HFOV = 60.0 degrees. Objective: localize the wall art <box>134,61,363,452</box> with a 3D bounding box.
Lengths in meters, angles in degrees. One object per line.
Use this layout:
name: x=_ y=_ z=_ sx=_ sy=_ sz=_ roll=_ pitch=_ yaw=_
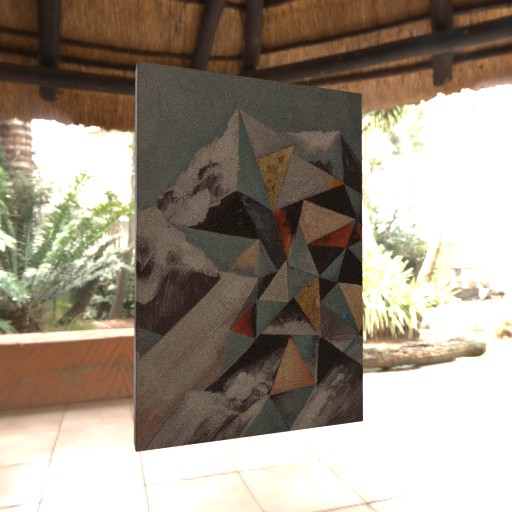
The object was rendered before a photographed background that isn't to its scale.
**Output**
wall art: x=0.000 y=0.000 z=1.157 sx=0.609 sy=0.911 sz=0.061 roll=0 pitch=-1 yaw=-19
